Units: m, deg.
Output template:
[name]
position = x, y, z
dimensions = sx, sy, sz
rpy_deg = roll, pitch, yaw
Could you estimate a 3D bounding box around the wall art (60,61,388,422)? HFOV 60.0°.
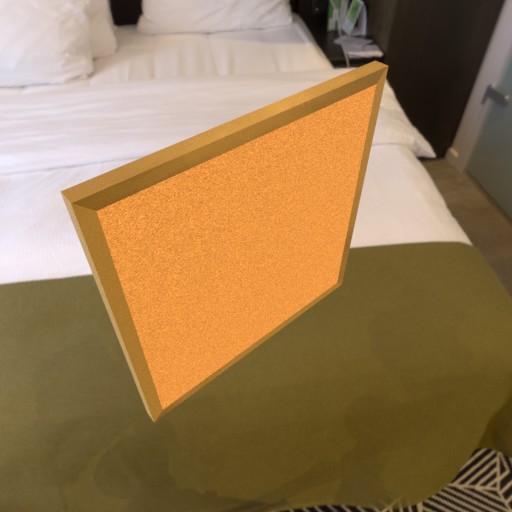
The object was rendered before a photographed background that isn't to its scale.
[wall art]
position = 0.000, 0.000, 1.119
dimensions = 0.762, 0.762, 0.038
rpy_deg = -31, 53, -27
